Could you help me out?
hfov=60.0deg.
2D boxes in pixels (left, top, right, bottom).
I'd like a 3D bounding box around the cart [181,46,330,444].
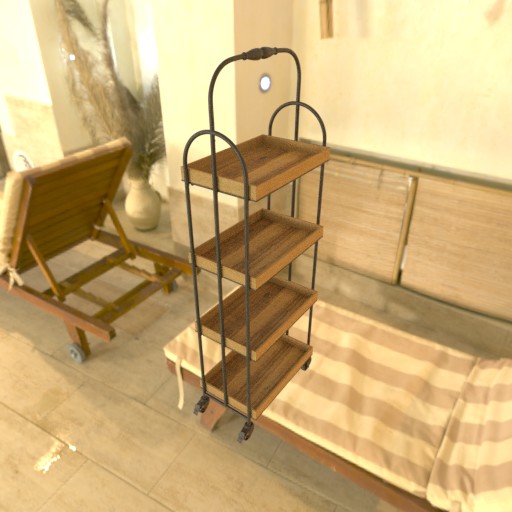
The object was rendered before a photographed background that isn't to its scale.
[{"bbox_3d":[0.000,0.000,1.736,0.308,1.481,0.581,20,36,30],"label":"cart"}]
